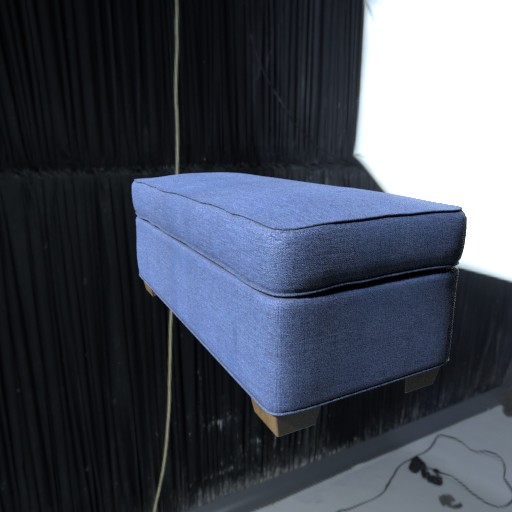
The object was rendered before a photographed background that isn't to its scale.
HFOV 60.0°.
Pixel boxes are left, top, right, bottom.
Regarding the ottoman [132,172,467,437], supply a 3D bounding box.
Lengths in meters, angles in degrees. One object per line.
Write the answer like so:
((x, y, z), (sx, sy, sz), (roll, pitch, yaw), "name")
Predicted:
((0.000, 0.000, 1.366), (0.515, 0.460, 1.110), (-7, 16, -27), "ottoman")
